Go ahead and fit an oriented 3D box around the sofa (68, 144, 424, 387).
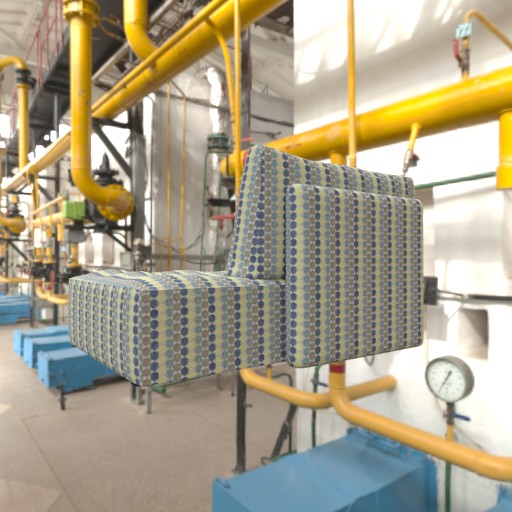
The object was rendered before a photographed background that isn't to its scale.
[{"bbox_3d":[0.000,0.000,2.056,1.450,0.820,1.000,0,-1,-36],"label":"sofa"}]
